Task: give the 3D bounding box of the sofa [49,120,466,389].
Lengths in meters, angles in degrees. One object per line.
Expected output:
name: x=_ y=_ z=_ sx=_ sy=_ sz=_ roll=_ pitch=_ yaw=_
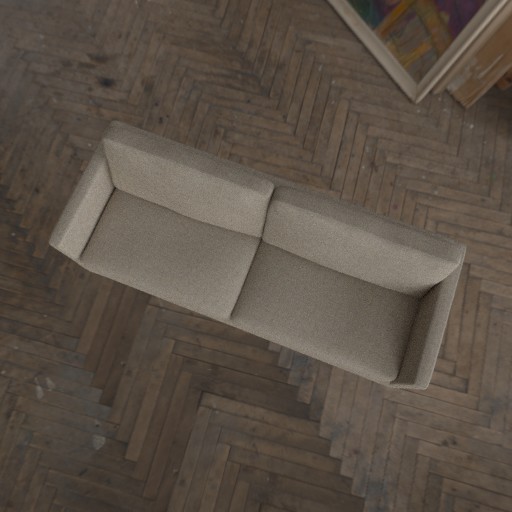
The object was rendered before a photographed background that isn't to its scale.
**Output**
sofa: x=0.000 y=0.000 z=2.966 sx=2.434 sy=0.965 sz=0.951 roll=20 pitch=76 yaw=5
